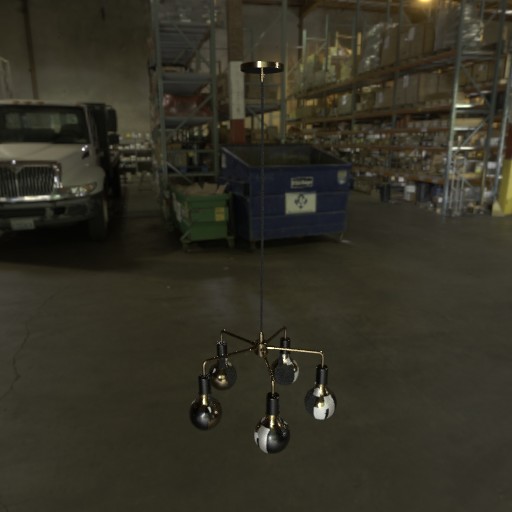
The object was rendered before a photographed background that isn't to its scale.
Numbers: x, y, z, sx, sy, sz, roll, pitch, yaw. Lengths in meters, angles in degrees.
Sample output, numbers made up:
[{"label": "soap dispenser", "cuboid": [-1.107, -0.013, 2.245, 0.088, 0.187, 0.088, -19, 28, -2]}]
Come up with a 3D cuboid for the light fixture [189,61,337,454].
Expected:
[{"label": "light fixture", "cuboid": [0.000, 0.000, 1.232, 0.421, 0.988, 0.438, -7, 16, -26]}]
